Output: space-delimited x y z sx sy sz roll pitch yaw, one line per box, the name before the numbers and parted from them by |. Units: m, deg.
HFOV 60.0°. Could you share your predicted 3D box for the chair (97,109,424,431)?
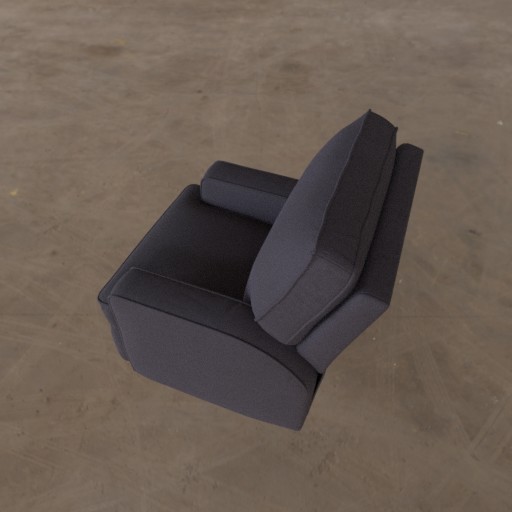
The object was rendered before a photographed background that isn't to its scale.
chair | 0.000 0.000 1.667 0.964 0.962 0.861 15 48 15
